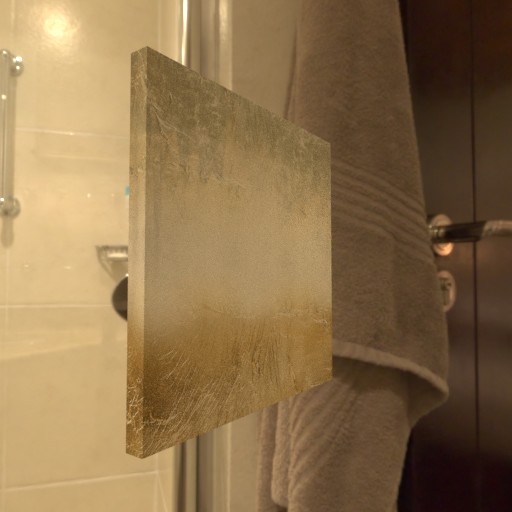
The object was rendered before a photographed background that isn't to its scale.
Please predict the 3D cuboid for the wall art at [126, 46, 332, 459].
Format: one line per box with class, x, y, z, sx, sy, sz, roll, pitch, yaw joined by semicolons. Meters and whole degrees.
wall art;0.000;0.000;0.910;0.038;0.610;0.610;-2;-3;36
